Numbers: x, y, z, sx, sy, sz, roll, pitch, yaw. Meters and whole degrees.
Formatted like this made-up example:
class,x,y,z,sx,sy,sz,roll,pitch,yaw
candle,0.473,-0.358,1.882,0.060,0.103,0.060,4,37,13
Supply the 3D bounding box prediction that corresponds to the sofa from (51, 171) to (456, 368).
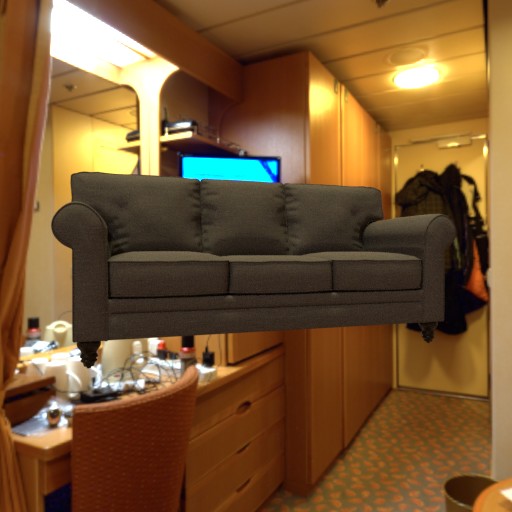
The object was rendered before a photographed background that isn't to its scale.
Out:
class,x,y,z,sx,sy,sz,roll,pitch,yaw
sofa,0.000,0.000,2.554,2.084,0.966,0.909,0,0,-18
